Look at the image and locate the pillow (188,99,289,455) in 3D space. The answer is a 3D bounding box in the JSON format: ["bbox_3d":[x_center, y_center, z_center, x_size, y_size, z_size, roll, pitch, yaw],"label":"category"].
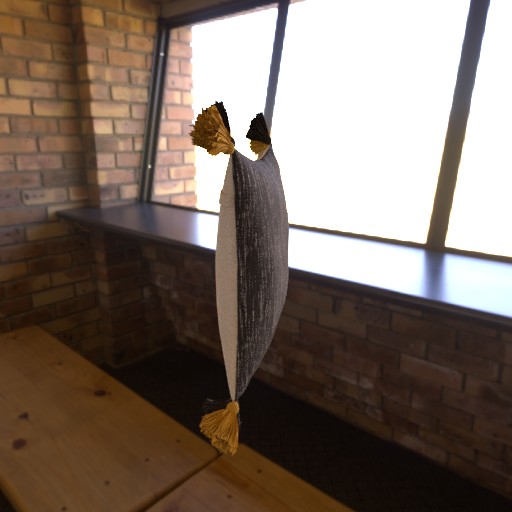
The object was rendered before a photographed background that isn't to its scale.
[{"bbox_3d":[0.000,0.000,1.015,0.139,0.659,0.654,3,15,10],"label":"pillow"}]
